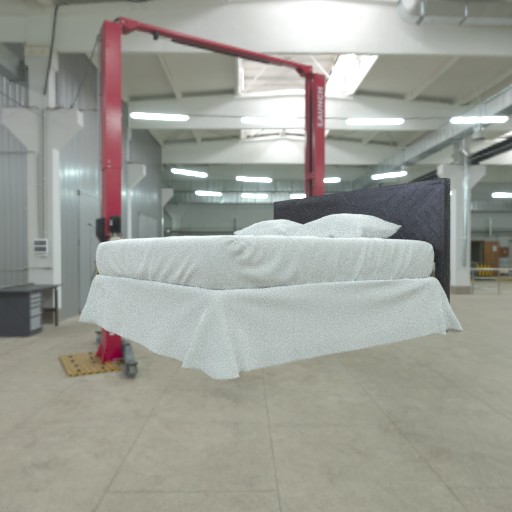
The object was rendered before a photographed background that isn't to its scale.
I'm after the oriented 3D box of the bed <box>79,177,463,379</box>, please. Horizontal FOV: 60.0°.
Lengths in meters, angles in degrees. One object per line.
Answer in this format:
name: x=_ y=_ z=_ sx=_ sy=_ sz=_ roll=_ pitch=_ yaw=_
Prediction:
bed: x=0.000 y=0.000 z=3.483 sx=2.165 sy=1.158 sz=2.255 roll=0 pitch=1 yaw=-37
